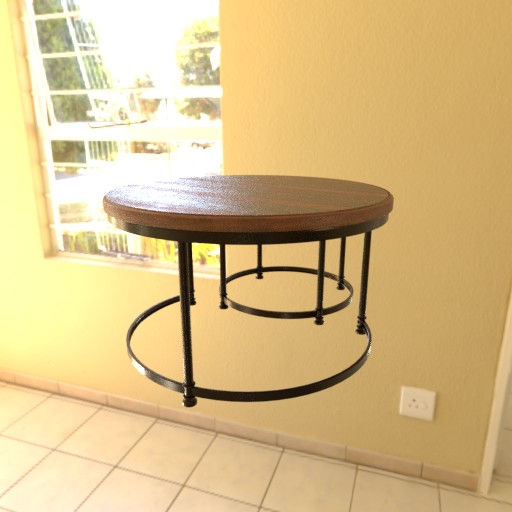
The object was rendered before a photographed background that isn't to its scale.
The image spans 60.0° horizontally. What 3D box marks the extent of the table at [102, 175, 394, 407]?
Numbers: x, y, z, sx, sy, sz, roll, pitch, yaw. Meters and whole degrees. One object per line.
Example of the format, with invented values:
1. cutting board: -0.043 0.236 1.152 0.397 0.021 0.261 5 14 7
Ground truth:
1. table: 0.000 0.000 1.591 0.870 0.516 1.152 3 16 9
